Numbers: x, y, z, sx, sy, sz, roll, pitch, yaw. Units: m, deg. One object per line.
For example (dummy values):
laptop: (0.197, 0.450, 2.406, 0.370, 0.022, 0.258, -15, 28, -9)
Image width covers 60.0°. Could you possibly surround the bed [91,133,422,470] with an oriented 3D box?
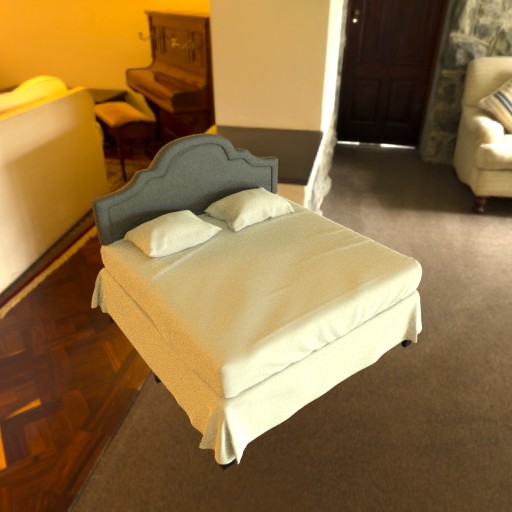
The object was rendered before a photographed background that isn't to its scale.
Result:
bed: (0.000, 0.000, 3.743, 2.303, 1.631, 2.222, -21, 37, -32)
